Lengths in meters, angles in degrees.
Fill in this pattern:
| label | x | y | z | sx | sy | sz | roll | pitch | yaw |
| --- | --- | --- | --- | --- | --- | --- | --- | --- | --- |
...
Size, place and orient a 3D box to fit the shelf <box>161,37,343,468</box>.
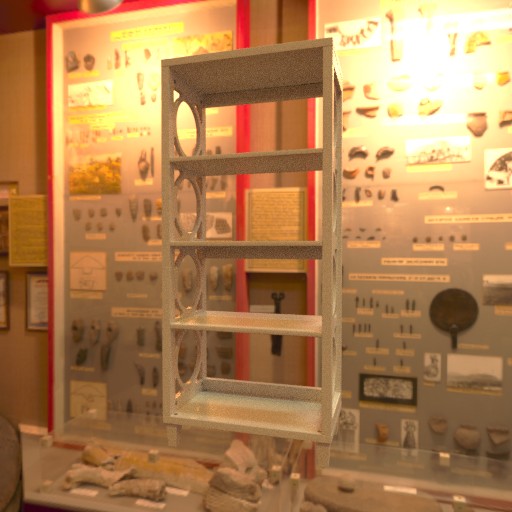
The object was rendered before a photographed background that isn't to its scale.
| label | x | y | z | sx | sy | sz | roll | pitch | yaw |
| --- | --- | --- | --- | --- | --- | --- | --- | --- | --- |
| shelf | 0.000 | 0.000 | 1.678 | 0.611 | 1.411 | 0.340 | 0 | 1 | 16 |
